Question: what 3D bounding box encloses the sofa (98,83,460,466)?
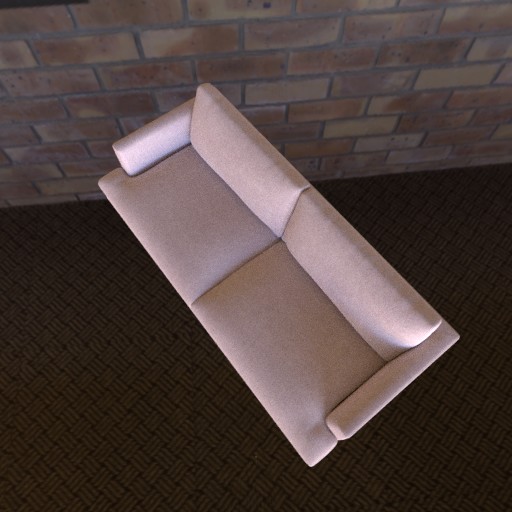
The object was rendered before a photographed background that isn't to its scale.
[{"bbox_3d":[0.000,0.000,2.772,1.020,0.868,2.250,-35,70,-15],"label":"sofa"}]
